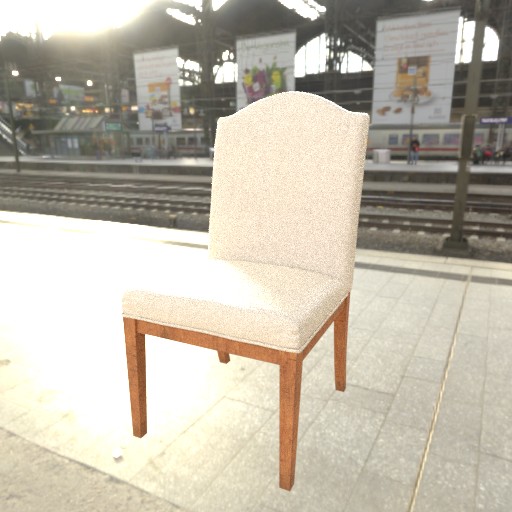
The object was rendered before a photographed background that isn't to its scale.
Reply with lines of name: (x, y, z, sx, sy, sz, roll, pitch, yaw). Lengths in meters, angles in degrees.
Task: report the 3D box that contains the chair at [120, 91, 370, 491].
chair: (0.000, 0.000, 1.370, 0.534, 1.012, 0.648, 7, 16, 25)
